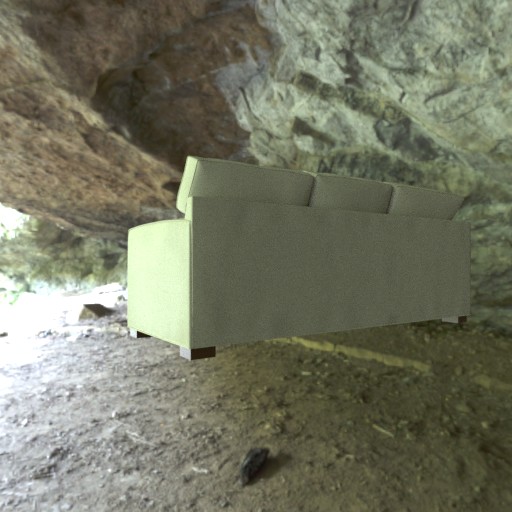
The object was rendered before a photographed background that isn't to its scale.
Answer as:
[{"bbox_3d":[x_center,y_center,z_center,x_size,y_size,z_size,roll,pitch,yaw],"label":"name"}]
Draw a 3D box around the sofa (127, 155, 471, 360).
[{"bbox_3d":[0.000,0.000,3.395,2.189,0.939,2.182,1,-1,-35],"label":"sofa"}]
